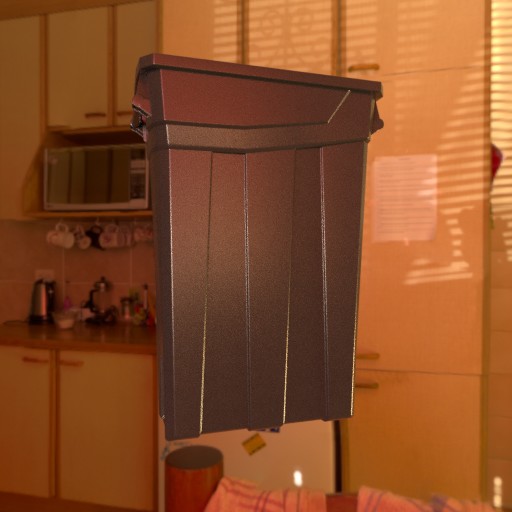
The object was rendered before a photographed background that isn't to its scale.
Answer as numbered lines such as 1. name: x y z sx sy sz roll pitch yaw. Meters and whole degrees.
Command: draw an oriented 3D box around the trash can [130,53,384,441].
1. trash can: 0.000 0.000 1.034 0.559 0.762 0.281 0 1 -17
